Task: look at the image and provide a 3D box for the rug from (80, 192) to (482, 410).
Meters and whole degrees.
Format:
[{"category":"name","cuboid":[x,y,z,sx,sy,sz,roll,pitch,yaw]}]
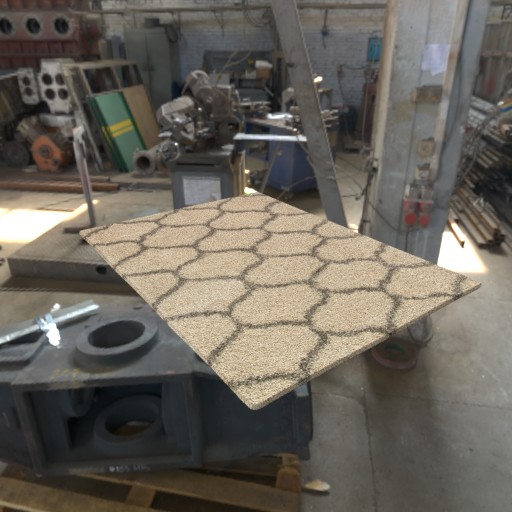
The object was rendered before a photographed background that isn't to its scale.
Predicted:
[{"category":"rug","cuboid":[0.000,0.000,2.129,1.200,0.025,1.600,-18,31,-32]}]
